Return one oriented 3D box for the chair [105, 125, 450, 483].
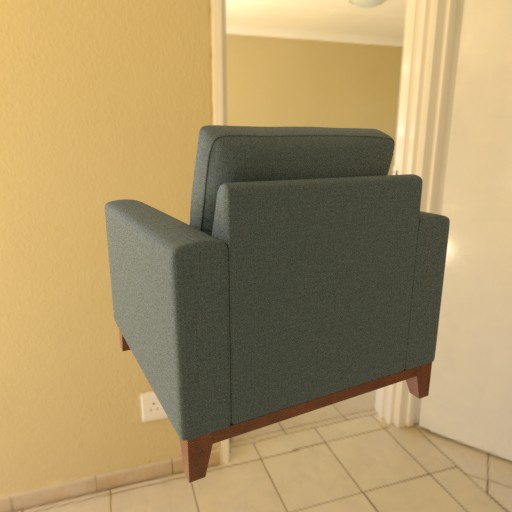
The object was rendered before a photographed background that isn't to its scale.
[{"bbox_3d":[0.000,0.000,1.828,1.024,1.010,1.038,-8,16,-27],"label":"chair"}]
